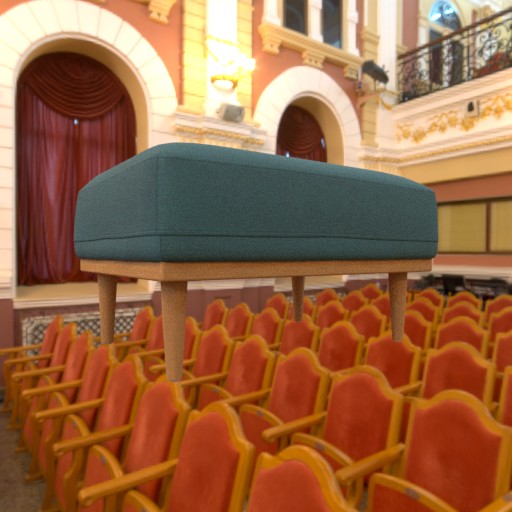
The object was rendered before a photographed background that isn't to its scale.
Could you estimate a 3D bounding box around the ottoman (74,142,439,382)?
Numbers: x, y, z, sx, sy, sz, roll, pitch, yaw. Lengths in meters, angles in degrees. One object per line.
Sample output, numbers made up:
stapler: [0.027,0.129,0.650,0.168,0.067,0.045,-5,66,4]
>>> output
ottoman: [0.000,0.000,1.093,0.749,0.428,0.549,0,0,-35]
